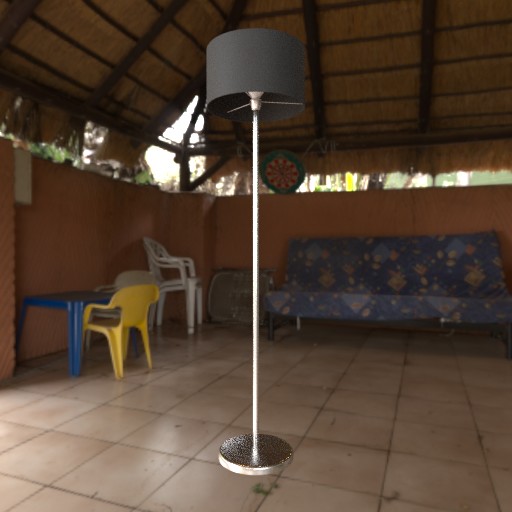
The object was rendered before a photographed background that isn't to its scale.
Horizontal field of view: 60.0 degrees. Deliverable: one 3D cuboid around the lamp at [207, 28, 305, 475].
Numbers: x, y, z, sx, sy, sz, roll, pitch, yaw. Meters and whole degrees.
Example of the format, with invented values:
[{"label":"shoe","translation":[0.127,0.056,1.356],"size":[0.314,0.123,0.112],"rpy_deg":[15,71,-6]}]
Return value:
[{"label":"lamp","translation":[0.000,0.000,1.585],"size":[0.348,1.443,0.348],"rpy_deg":[0,1,20]}]
